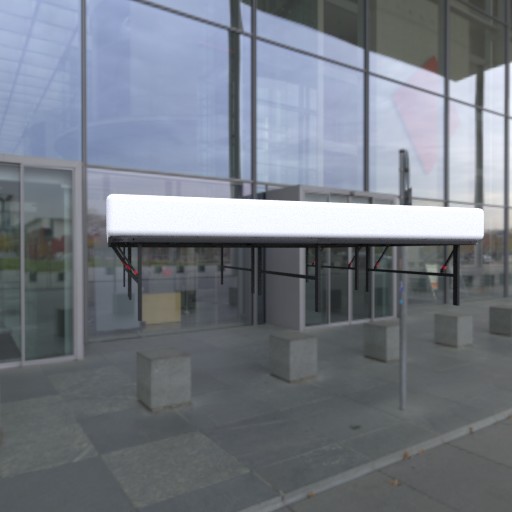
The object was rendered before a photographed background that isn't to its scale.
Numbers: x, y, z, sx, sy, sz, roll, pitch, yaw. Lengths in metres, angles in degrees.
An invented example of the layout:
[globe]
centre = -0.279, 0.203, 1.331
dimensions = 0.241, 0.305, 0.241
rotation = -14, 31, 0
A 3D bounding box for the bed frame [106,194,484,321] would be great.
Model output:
[bed frame]
centre = 0.000, 0.000, 3.039
dimensions = 1.935, 0.525, 2.033
rotation = 0, 1, -18
